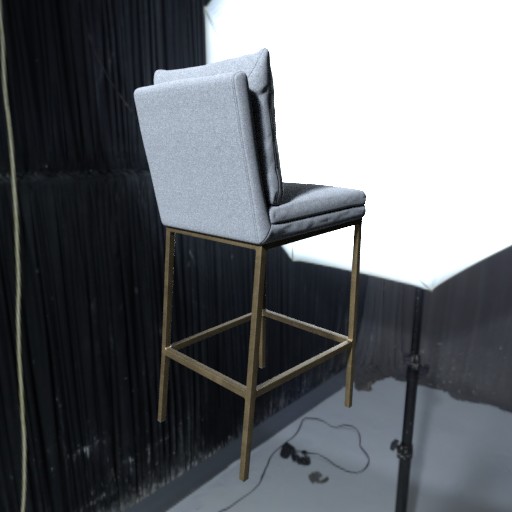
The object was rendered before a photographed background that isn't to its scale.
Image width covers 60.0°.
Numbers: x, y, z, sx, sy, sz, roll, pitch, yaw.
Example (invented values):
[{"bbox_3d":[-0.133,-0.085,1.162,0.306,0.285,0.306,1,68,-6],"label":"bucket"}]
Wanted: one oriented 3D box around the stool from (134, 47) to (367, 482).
[{"bbox_3d":[0.000,0.000,1.424,0.463,1.130,0.569,13,19,42],"label":"stool"}]
